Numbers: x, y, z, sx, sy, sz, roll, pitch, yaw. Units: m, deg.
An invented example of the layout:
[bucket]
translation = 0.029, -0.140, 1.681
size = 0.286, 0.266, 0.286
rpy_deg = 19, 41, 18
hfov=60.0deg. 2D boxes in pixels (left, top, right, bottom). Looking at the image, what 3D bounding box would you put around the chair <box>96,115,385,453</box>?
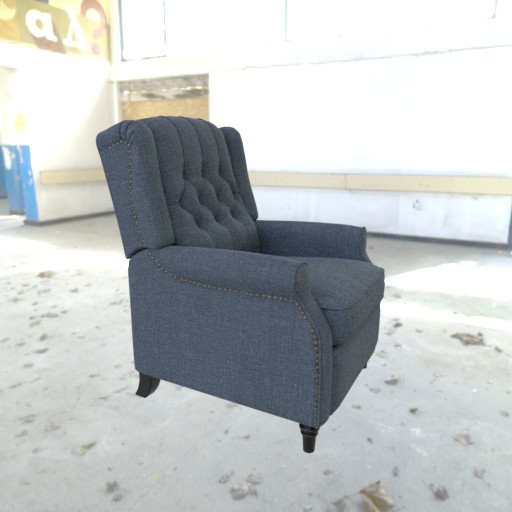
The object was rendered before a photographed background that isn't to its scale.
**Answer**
[chair]
translation = 0.000, 0.000, 1.683
size = 0.898, 1.035, 0.742
rpy_deg = 8, 16, 28
